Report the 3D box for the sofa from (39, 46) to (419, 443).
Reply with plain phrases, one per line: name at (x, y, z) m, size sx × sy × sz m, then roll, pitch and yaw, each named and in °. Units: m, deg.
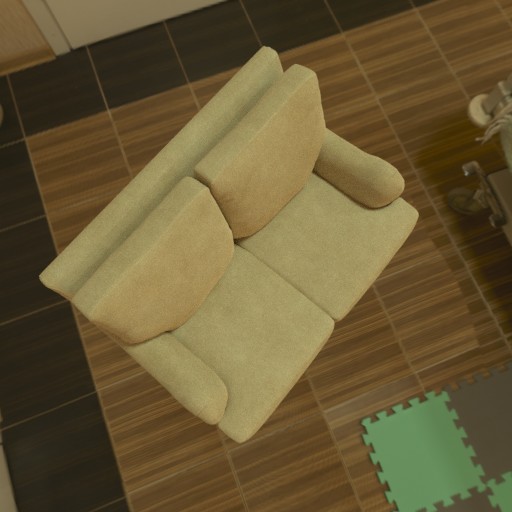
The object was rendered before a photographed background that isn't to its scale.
sofa at (0.000, 0.000, 2.239) m, size 1.086 × 1.087 × 1.498 m, roll 39°, pitch 78°, yaw 10°
